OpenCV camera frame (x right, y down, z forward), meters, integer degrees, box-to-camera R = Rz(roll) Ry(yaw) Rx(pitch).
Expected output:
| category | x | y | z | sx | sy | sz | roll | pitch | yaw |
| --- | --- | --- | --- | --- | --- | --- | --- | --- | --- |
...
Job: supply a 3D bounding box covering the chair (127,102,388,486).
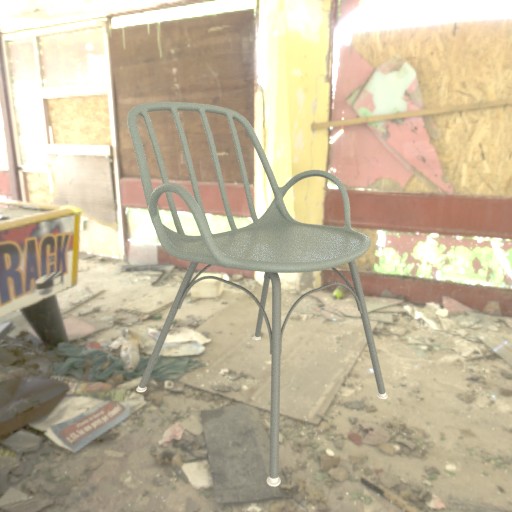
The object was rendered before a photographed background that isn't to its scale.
| category | x | y | z | sx | sy | sz | roll | pitch | yaw |
| --- | --- | --- | --- | --- | --- | --- | --- | --- | --- |
| chair | 0.000 | 0.000 | 1.204 | 0.597 | 0.816 | 0.549 | 15 | 21 | 43 |
